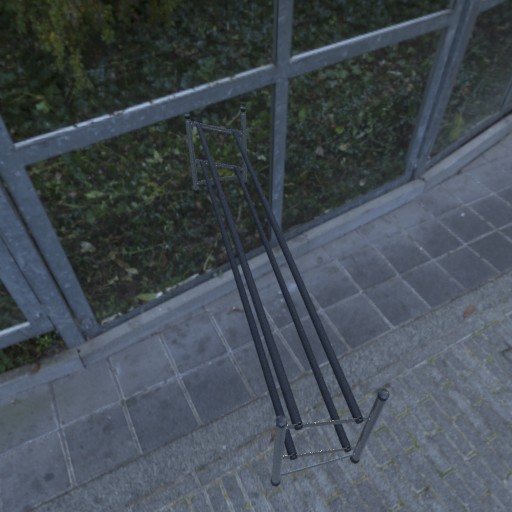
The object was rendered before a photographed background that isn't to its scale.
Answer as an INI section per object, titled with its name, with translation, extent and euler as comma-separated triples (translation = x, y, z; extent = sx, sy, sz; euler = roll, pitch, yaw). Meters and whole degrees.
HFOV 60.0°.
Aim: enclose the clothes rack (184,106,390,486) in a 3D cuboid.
[clothes rack]
translation = 0.000, 0.000, 1.335
extent = 0.229, 0.349, 1.168
euler = -11, 47, -10
